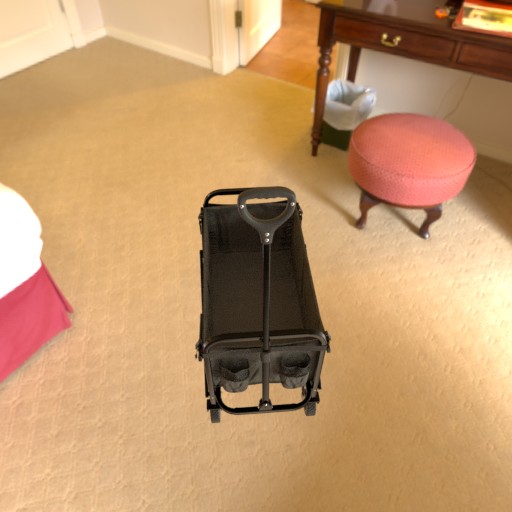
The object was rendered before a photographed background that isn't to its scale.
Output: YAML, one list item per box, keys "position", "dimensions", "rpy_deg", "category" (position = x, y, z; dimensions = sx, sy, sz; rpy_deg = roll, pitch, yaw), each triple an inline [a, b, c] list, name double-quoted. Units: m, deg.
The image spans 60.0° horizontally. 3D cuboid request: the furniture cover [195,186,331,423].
- position: [0.000, 0.000, 1.865]
  dimensions: [0.532, 1.295, 1.038]
  rpy_deg: [-3, 47, -3]
  category: "furniture cover"
